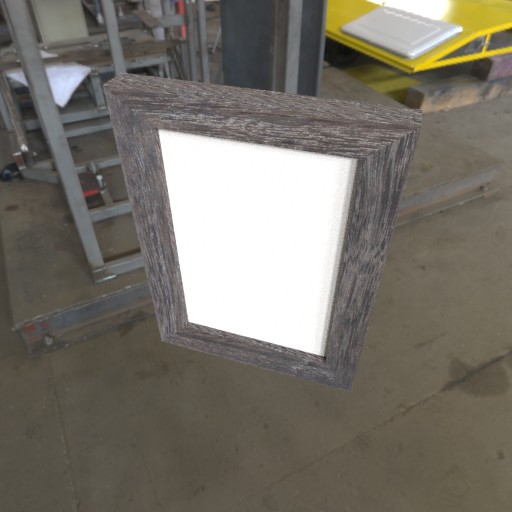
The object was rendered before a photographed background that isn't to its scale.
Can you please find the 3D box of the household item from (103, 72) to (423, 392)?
[{"bbox_3d":[0.000,0.000,0.244,0.133,0.180,0.020,12,43,13],"label":"household item"}]
